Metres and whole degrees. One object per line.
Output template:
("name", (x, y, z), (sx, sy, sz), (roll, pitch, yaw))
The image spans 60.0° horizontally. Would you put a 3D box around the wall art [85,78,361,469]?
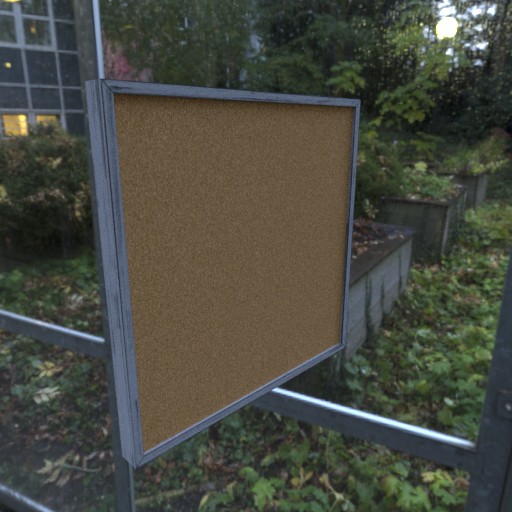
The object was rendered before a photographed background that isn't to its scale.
("wall art", (0.000, 0.000, 0.727), (0.506, 0.506, 0.038), (-15, 22, -43))
